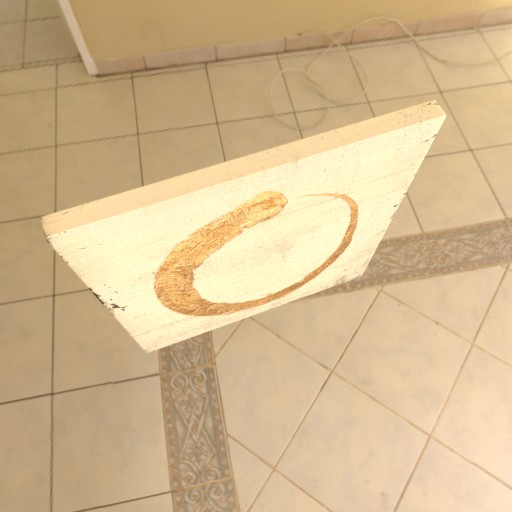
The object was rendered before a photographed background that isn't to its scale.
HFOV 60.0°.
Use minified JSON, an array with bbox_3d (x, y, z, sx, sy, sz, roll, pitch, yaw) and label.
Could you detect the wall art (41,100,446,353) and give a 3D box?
[{"bbox_3d":[0.000,0.000,0.909,0.610,0.611,0.040,-19,65,-9],"label":"wall art"}]
